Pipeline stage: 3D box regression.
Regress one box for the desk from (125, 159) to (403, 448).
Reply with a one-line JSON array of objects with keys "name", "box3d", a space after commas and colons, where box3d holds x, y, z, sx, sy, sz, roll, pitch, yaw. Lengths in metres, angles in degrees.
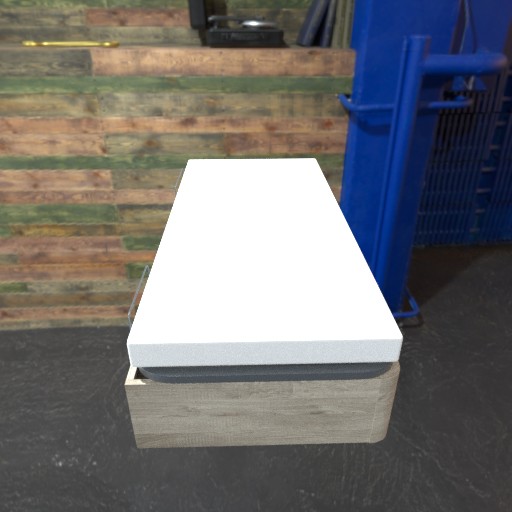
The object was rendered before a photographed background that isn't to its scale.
[{"name": "desk", "box3d": [0.000, 0.000, 2.265, 0.900, 0.455, 1.900, -1, 29, -1]}]
